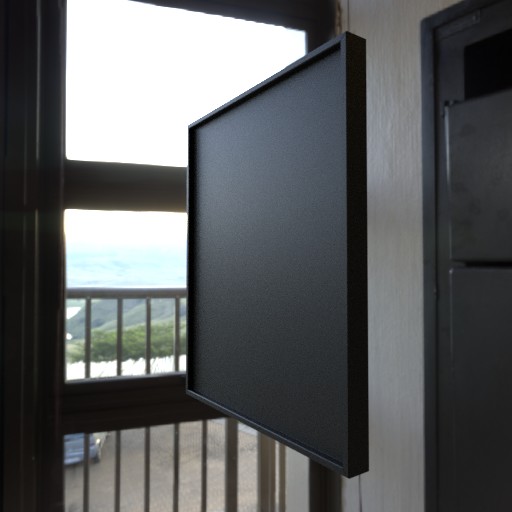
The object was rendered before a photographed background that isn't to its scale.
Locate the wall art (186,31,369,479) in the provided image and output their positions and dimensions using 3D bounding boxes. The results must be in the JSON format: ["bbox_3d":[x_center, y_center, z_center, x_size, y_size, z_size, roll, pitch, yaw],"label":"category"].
[{"bbox_3d":[0.000,0.000,0.743,0.039,0.555,0.449,1,-2,-35],"label":"wall art"}]
